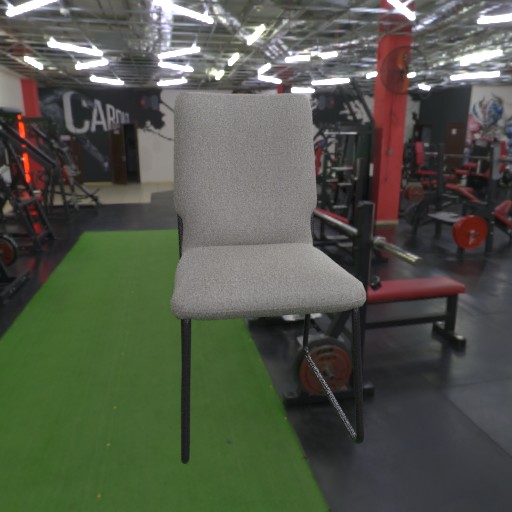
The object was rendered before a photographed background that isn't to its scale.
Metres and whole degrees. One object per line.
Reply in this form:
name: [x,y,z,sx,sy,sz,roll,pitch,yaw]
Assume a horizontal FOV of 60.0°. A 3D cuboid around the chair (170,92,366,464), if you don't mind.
chair: [0.000,0.000,1.191,0.448,0.864,0.560,-3,16,-9]
